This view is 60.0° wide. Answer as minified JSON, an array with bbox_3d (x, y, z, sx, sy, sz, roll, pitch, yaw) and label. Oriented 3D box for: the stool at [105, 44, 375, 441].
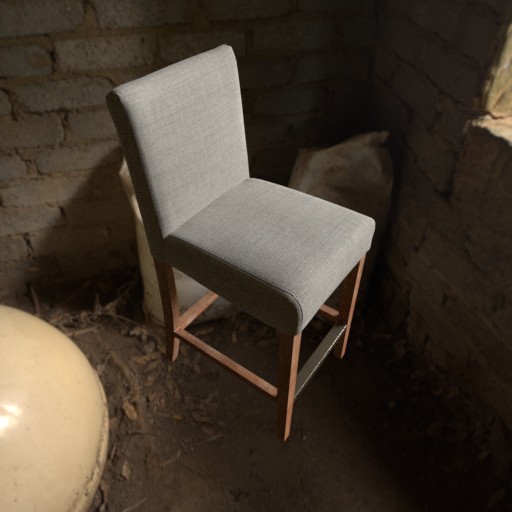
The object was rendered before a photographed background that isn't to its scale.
[{"bbox_3d":[0.000,0.000,1.352,0.567,1.039,0.454,25,48,26],"label":"stool"}]
